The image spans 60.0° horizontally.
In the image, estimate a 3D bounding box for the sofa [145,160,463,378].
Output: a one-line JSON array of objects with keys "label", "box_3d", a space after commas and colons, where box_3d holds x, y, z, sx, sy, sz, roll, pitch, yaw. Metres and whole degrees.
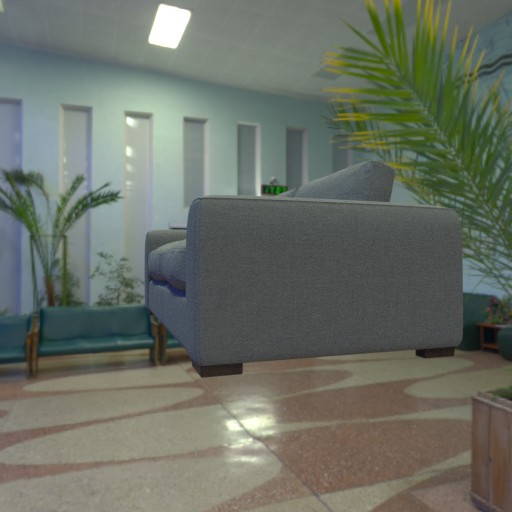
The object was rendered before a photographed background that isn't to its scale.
[{"label": "sofa", "box_3d": [0.000, 0.000, 2.434, 1.069, 0.800, 1.920, 0, -1, -19]}]
